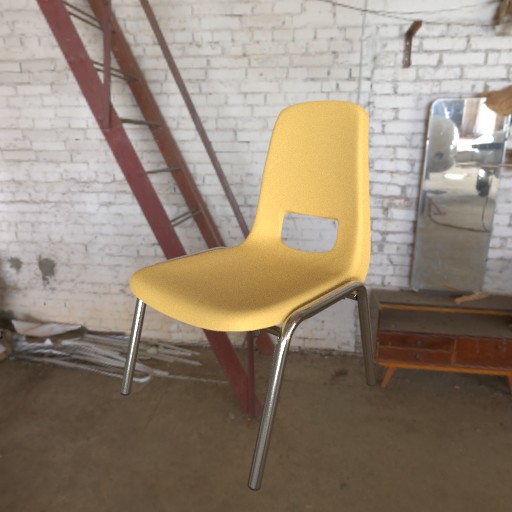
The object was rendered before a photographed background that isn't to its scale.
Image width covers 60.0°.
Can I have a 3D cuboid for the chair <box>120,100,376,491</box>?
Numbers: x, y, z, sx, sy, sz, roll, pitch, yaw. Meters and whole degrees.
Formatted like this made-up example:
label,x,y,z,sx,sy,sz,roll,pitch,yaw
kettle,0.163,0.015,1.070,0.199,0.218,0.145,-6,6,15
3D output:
label,x,y,z,sx,sy,sz,roll,pitch,yaw
chair,0.000,0.000,0.786,0.354,0.536,0.385,14,21,41
